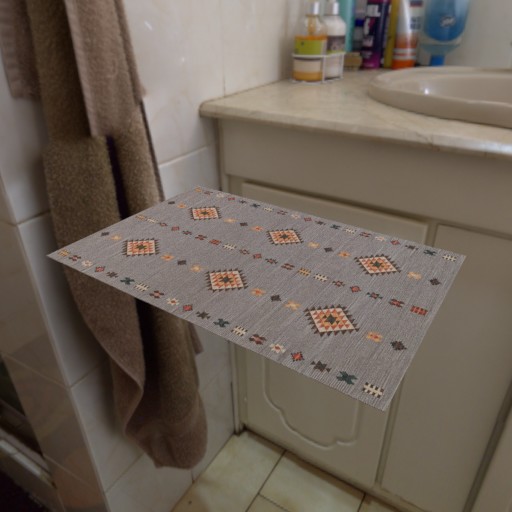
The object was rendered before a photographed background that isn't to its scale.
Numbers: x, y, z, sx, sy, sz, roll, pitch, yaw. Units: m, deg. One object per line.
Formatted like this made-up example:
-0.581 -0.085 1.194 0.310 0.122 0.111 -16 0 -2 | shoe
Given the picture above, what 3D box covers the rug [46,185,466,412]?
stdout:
0.000 0.000 2.310 1.818 0.005 1.217 19 35 29 | rug
